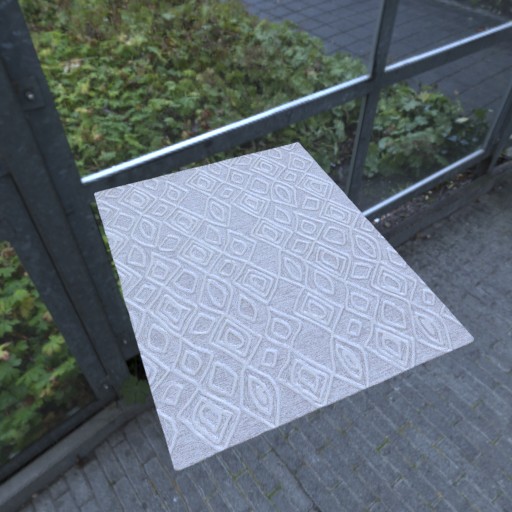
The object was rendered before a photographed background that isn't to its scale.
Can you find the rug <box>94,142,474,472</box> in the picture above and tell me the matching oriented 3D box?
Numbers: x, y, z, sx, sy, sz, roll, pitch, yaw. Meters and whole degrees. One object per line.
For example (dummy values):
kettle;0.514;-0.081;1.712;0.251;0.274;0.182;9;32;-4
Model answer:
rug;0.000;0.000;4.094;2.449;0.025;3.049;-18;50;-16
